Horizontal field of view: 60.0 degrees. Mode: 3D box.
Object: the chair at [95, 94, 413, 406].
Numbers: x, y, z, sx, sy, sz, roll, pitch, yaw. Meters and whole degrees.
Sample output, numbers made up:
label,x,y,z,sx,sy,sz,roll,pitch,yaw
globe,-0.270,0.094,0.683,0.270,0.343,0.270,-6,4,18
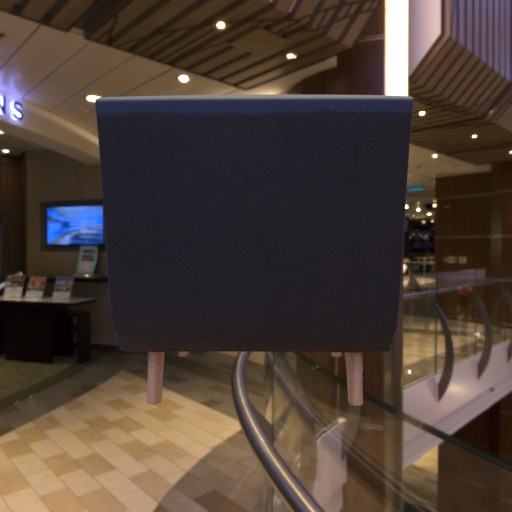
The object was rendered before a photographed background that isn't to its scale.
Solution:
label,x,y,z,sx,sy,sz,roll,pitch,yaw
chair,0.000,0.000,1.483,0.770,0.808,0.900,0,1,1
